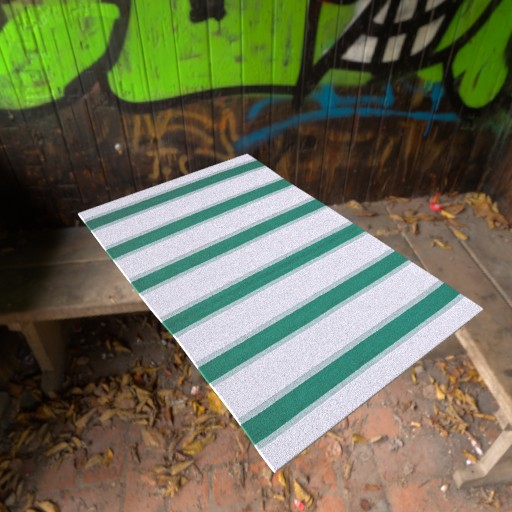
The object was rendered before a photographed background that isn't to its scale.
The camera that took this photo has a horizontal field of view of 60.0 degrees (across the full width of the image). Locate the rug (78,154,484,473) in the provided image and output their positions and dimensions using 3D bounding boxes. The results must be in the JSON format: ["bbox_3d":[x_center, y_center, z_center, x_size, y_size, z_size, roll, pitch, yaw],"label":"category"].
[{"bbox_3d":[0.000,0.000,2.285,1.210,0.012,1.829,-26,47,-27],"label":"rug"}]
